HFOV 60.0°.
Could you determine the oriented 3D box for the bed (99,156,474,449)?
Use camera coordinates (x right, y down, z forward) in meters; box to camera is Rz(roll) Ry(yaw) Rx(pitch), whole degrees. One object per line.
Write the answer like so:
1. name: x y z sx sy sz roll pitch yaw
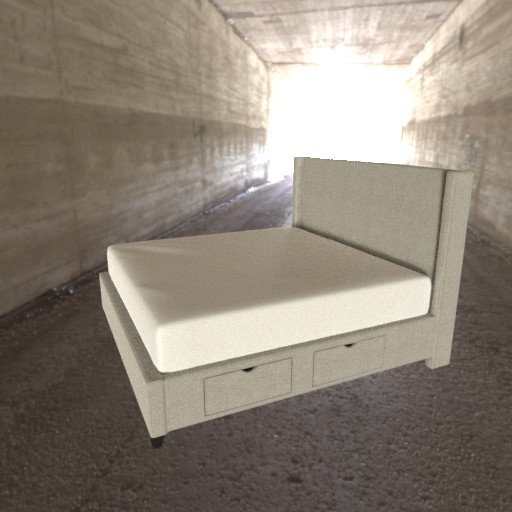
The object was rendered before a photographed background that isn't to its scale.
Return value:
1. bed: 0.000 0.000 3.654 2.280 1.470 2.140 -7 17 -24
